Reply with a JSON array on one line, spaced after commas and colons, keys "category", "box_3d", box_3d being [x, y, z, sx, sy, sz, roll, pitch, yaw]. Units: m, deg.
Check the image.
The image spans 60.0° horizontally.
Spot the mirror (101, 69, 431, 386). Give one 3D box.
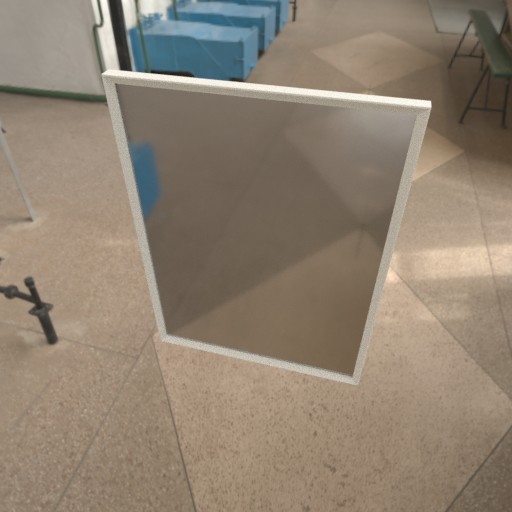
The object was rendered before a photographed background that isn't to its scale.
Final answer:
[{"category": "mirror", "box_3d": [0.000, 0.000, 1.337, 0.762, 1.016, 0.041, 10, 42, 12]}]
